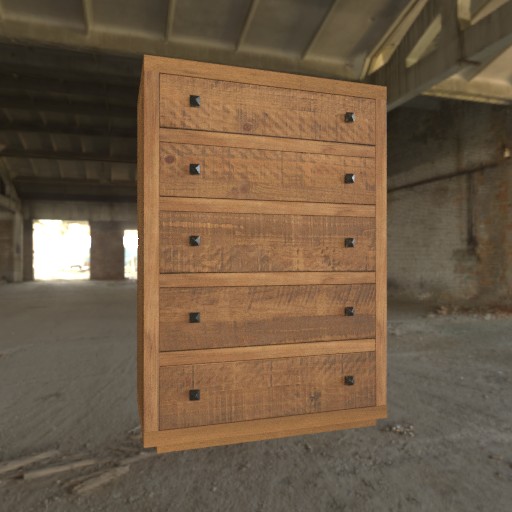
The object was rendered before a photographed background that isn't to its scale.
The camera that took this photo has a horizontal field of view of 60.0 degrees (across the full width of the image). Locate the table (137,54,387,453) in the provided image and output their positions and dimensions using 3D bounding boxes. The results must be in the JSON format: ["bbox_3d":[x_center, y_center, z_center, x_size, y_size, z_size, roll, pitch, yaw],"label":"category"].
[{"bbox_3d":[0.000,0.000,1.781,0.901,1.294,0.524,0,0,-17],"label":"table"}]
